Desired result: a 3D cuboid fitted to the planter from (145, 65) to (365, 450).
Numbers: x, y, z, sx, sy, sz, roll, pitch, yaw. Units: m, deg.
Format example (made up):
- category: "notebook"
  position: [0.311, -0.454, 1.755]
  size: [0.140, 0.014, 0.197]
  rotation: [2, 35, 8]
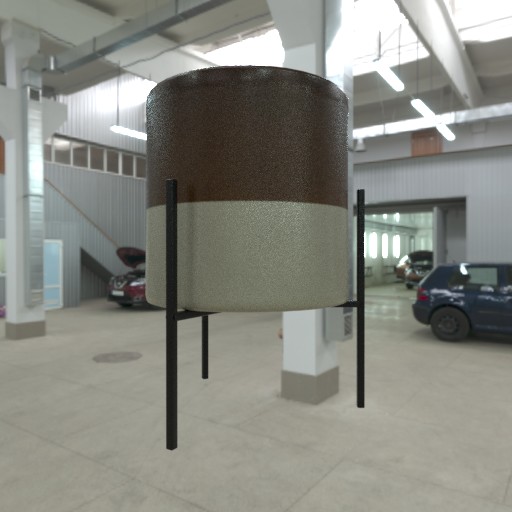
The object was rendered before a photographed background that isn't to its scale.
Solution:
- category: "planter"
  position: [0.000, 0.000, 0.555]
  size: [0.269, 0.375, 0.255]
  rotation: [0, 0, 0]
